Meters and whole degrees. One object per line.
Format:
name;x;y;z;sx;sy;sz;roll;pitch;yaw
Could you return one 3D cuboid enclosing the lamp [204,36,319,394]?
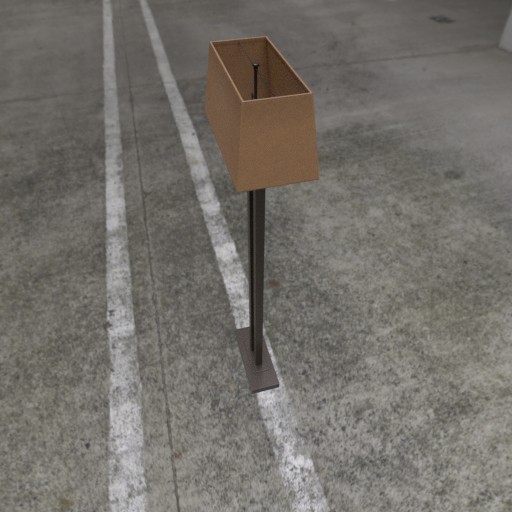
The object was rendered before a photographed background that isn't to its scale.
lamp;0.000;0.000;1.713;0.233;1.469;0.475;-11;46;-11
